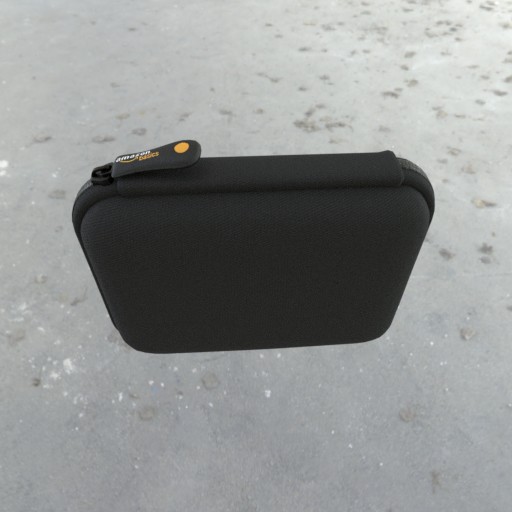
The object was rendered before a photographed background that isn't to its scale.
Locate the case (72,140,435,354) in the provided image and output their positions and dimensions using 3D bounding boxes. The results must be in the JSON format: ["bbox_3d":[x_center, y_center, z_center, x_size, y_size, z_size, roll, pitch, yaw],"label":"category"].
[{"bbox_3d":[0.000,0.000,0.180,0.132,0.105,0.038,-3,47,-2],"label":"case"}]
